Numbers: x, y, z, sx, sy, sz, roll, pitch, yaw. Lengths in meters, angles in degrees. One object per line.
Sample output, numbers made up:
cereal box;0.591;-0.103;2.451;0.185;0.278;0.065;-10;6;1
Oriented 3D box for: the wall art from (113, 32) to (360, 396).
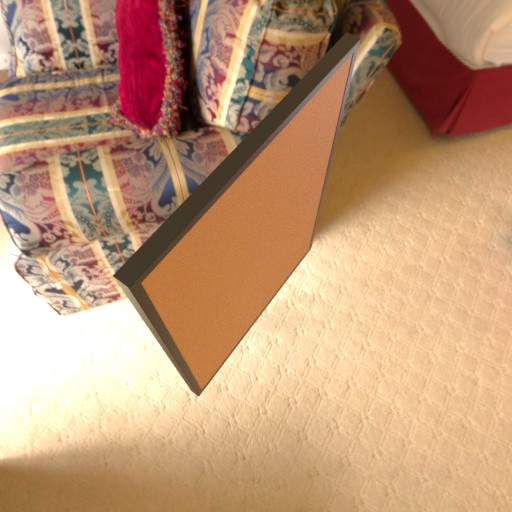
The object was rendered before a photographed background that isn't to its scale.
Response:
wall art;0.000;0.000;1.392;0.039;1.061;0.804;33;67;16
